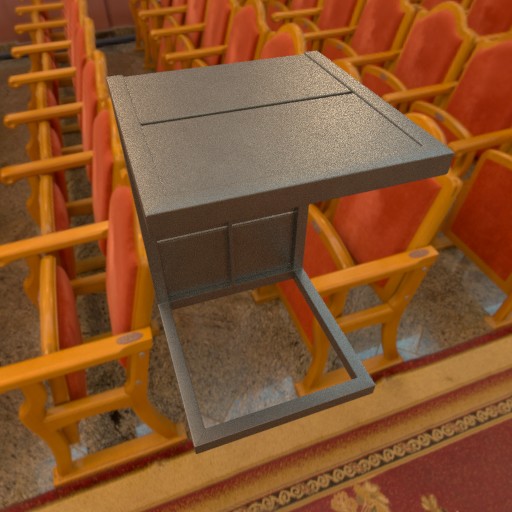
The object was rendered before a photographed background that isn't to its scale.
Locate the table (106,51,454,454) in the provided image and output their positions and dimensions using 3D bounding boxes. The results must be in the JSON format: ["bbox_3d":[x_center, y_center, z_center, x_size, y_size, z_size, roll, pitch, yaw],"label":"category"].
[{"bbox_3d":[0.000,0.000,0.882,0.405,0.609,0.420,-14,44,-14],"label":"table"}]
